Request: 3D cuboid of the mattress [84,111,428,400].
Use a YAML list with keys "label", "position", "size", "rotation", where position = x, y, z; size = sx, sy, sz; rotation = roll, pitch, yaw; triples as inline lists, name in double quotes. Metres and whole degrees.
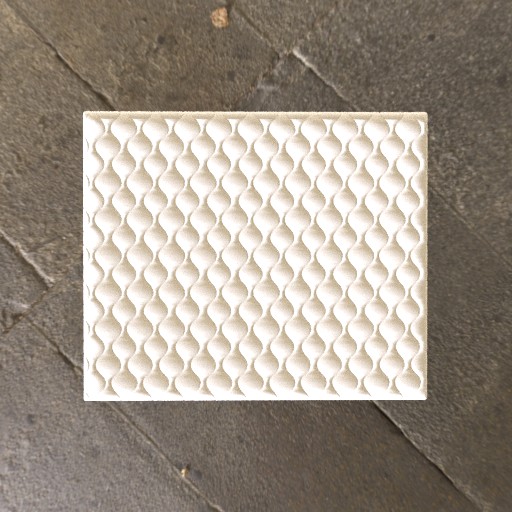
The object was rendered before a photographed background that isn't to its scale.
- label: "mattress"
  position: [0.000, 0.000, 2.510]
  size: [1.900, 0.200, 1.600]
  rotation: [0, 90, -1]
